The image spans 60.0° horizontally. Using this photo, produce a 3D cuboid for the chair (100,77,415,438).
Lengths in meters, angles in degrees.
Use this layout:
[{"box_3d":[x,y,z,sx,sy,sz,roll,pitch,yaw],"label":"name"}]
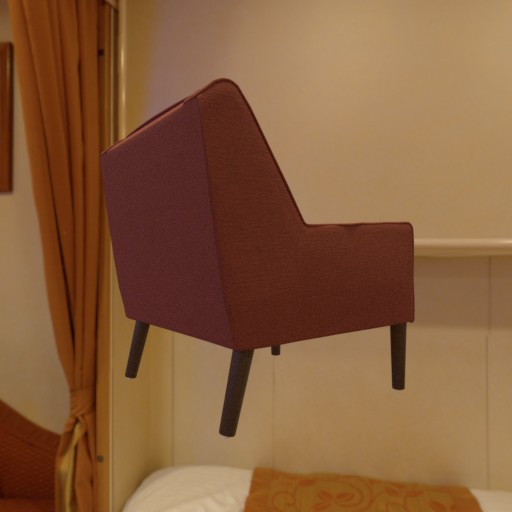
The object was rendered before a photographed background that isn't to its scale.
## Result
[{"box_3d":[0.000,0.000,1.391,0.770,0.812,0.680,0,-1,-36],"label":"chair"}]
